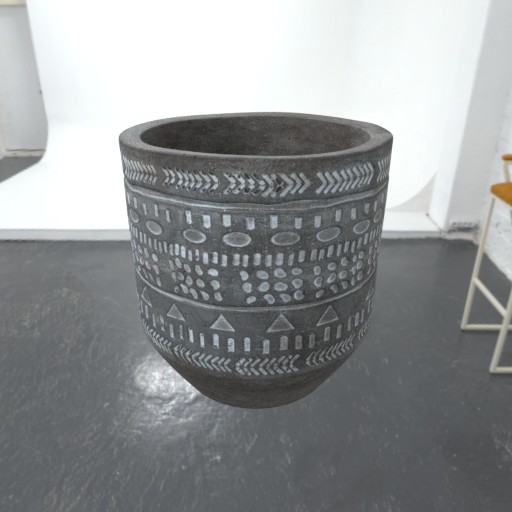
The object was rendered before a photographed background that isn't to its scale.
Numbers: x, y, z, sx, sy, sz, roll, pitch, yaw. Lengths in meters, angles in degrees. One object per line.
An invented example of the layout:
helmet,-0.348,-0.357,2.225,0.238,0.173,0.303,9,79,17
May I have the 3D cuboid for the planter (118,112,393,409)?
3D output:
planter,0.000,0.000,0.266,0.142,0.149,0.142,0,25,0
